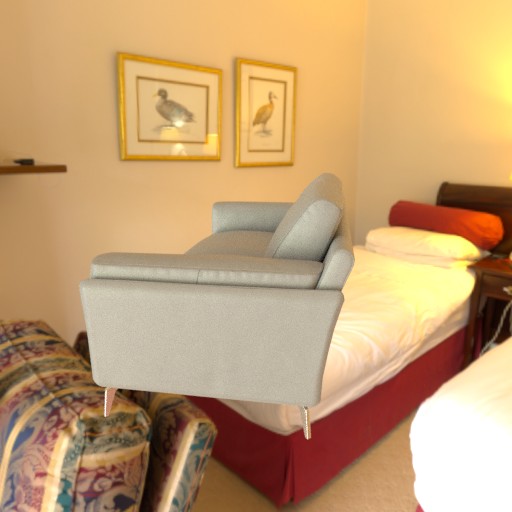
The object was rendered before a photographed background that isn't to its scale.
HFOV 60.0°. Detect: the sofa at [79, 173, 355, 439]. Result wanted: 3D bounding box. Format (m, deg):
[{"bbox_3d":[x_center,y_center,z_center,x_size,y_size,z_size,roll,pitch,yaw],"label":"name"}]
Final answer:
[{"bbox_3d":[0.000,0.000,2.636,1.049,0.930,2.101,2,14,10],"label":"sofa"}]
